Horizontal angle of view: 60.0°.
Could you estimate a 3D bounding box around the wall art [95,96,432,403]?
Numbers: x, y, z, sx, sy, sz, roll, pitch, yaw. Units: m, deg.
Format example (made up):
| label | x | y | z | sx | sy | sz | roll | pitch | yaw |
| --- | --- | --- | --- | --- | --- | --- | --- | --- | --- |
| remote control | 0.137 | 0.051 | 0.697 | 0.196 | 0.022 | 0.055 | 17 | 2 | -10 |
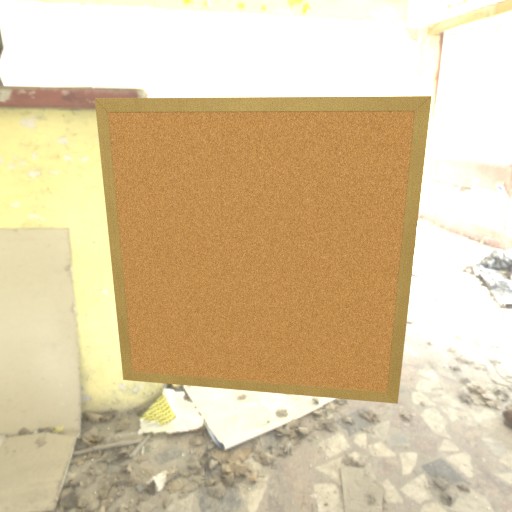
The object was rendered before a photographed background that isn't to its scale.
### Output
| label | x | y | z | sx | sy | sz | roll | pitch | yaw |
| --- | --- | --- | --- | --- | --- | --- | --- | --- | --- |
| wall art | 0.000 | 0.000 | 0.754 | 0.508 | 0.508 | 0.038 | 2 | 17 | 8 |
